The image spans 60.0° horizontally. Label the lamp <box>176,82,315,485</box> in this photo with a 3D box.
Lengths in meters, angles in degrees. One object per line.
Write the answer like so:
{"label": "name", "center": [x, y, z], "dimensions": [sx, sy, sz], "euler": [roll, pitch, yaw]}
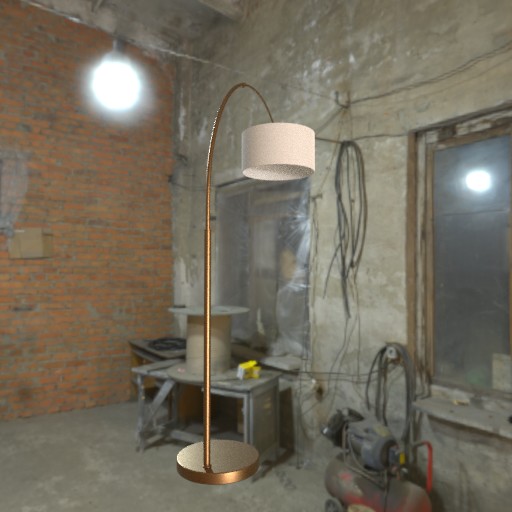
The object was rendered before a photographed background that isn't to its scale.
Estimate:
{"label": "lamp", "center": [0.000, 0.000, 2.534], "dimensions": [0.493, 1.927, 1.434], "euler": [-1, -2, 19]}
